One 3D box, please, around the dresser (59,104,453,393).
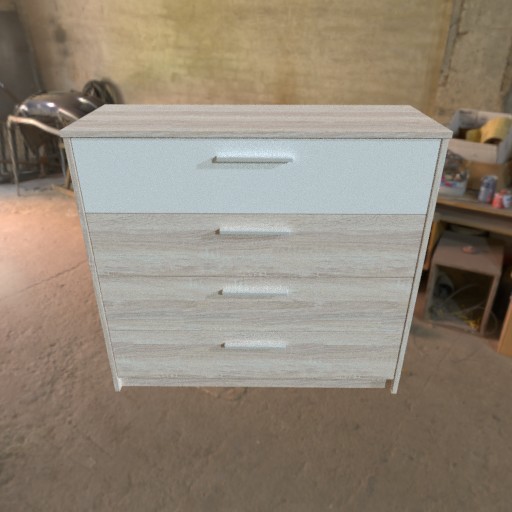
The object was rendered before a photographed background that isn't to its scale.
[{"bbox_3d":[0.000,0.000,1.473,0.980,0.900,0.380,0,29,1],"label":"dresser"}]
